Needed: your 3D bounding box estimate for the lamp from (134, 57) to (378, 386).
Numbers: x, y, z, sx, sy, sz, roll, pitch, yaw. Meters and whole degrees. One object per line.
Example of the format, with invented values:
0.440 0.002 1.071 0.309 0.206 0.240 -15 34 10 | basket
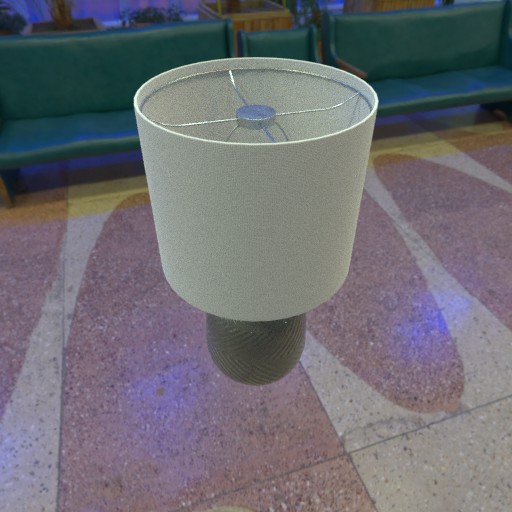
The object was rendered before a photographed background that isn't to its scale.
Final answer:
0.000 0.000 0.498 0.207 0.366 0.207 -10 41 -12 | lamp
